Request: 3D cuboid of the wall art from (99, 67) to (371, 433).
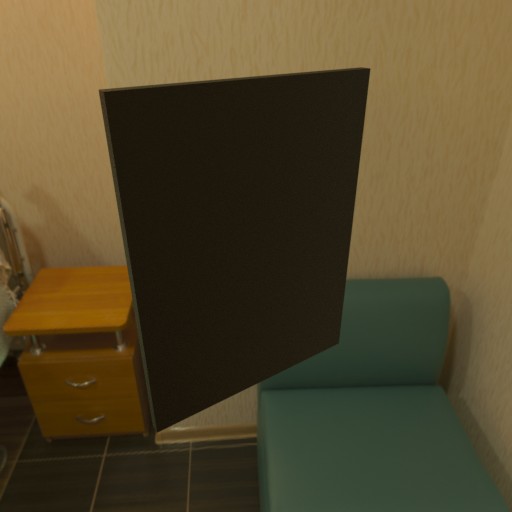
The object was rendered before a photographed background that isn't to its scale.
[{"bbox_3d":[0.000,0.000,1.410,0.806,1.062,0.038,-18,33,-29],"label":"wall art"}]
